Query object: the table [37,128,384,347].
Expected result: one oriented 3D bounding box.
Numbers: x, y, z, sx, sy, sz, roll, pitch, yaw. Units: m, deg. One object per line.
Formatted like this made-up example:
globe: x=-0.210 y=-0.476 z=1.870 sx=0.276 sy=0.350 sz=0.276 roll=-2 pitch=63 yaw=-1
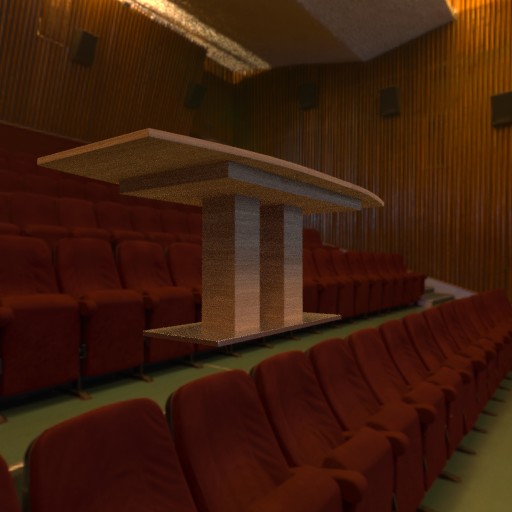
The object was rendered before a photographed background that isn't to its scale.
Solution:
table: x=0.000 y=0.000 z=2.376 sx=0.900 sy=0.750 sz=2.032 roll=-1 pitch=-1 yaw=36
